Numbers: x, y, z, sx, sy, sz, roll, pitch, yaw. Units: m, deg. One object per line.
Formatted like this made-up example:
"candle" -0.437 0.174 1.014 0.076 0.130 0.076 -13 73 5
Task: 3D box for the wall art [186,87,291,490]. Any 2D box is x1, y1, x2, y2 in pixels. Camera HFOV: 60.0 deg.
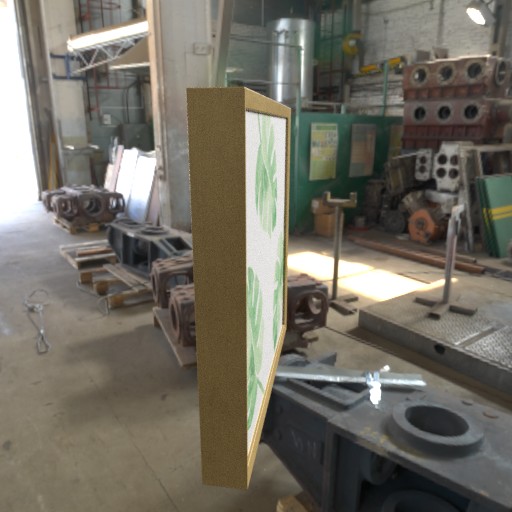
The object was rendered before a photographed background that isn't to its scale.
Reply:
"wall art" 0.000 0.000 0.462 0.038 0.305 0.305 3 16 9
